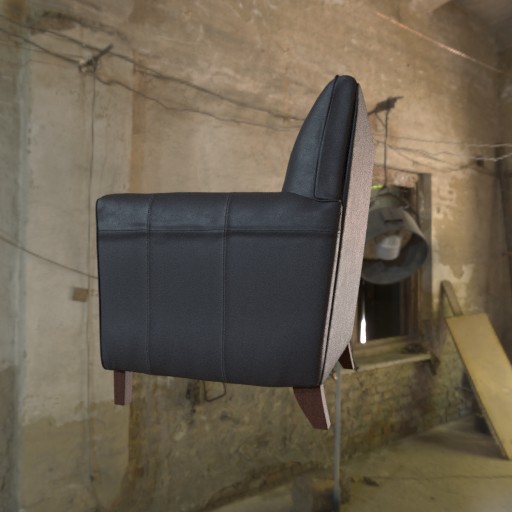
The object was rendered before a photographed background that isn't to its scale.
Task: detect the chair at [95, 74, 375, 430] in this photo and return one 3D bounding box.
[{"bbox_3d":[0.000,0.000,1.636,0.825,0.943,0.870,0,-1,18],"label":"chair"}]
